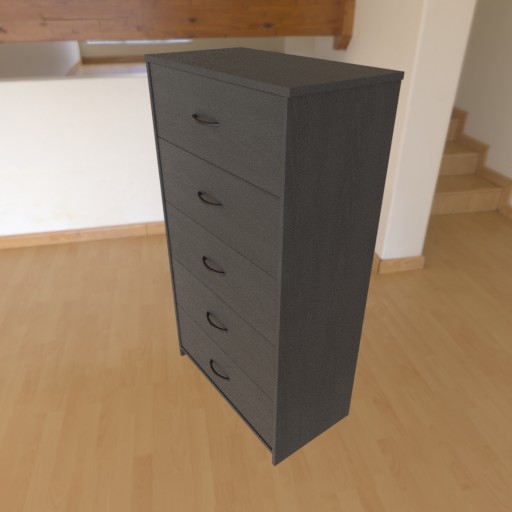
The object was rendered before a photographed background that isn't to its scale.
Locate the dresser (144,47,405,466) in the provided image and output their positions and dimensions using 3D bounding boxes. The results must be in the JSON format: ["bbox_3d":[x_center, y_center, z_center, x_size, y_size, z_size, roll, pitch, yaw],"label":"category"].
[{"bbox_3d":[0.000,0.000,1.555,0.399,1.255,0.704,-21,37,-31],"label":"dresser"}]
